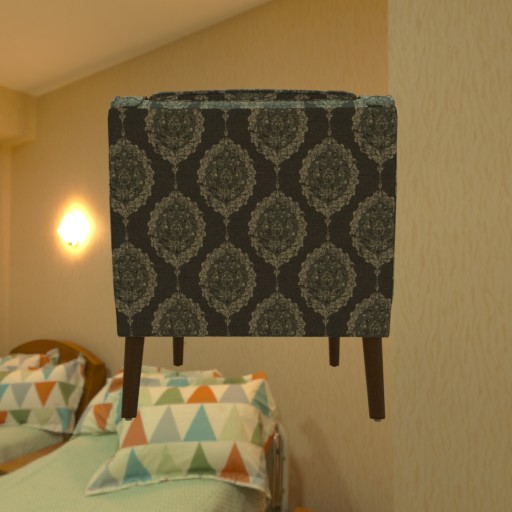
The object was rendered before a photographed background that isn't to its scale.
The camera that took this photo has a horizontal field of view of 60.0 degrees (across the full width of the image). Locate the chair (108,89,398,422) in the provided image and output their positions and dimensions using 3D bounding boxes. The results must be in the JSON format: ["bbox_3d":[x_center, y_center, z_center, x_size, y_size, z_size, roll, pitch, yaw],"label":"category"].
[{"bbox_3d":[0.000,0.000,1.339,0.663,0.792,0.743,0,-2,1],"label":"chair"}]
